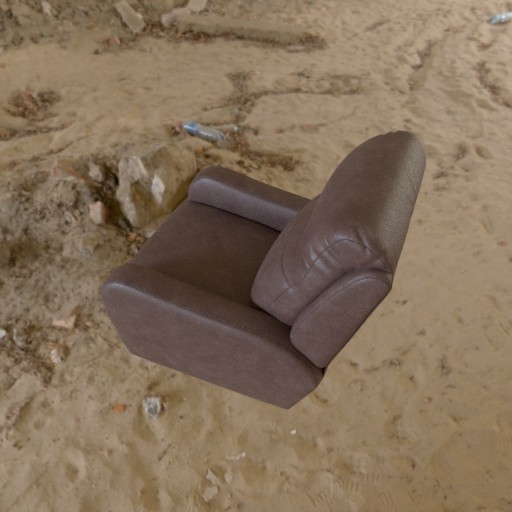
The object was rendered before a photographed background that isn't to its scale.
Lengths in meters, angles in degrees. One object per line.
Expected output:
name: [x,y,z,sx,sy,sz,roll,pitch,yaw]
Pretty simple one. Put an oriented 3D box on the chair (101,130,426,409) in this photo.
chair: [0.000,0.000,1.825,1.067,1.067,0.865,17,48,16]
